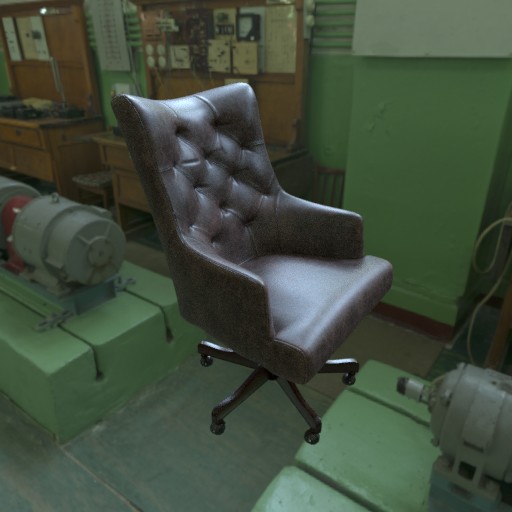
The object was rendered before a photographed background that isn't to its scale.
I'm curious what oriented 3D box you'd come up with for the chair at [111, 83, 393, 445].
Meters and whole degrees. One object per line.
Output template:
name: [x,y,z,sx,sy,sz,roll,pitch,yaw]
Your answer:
chair: [0.000,0.000,1.483,0.762,1.035,0.641,17,30,31]
